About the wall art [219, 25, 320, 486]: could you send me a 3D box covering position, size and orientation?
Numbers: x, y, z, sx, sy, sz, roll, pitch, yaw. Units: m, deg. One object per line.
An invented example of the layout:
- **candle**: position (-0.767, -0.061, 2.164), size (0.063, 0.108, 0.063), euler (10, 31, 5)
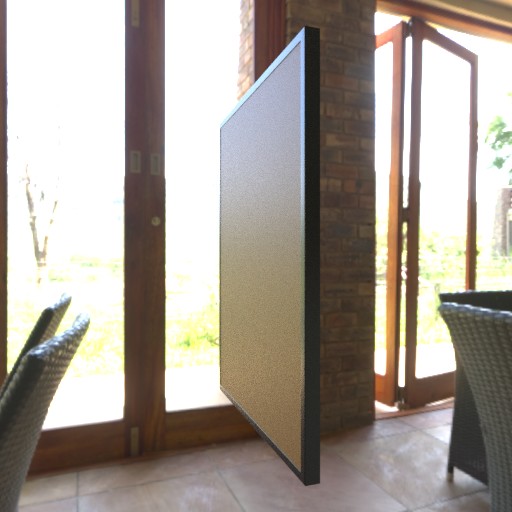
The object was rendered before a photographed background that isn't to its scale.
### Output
- **wall art**: position (0.000, 0.000, 1.407), size (0.039, 1.061, 0.804), euler (0, 0, -19)
